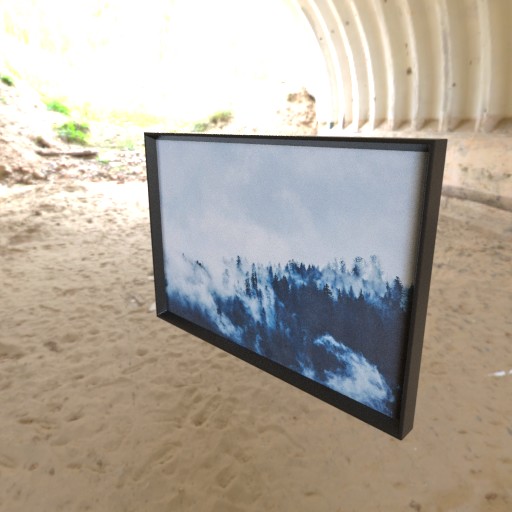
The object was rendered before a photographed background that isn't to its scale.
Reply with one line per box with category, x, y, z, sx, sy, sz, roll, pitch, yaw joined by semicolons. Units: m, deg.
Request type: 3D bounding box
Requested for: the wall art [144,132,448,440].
wall art;0.000;0.000;1.211;0.939;0.640;0.058;15;23;42
